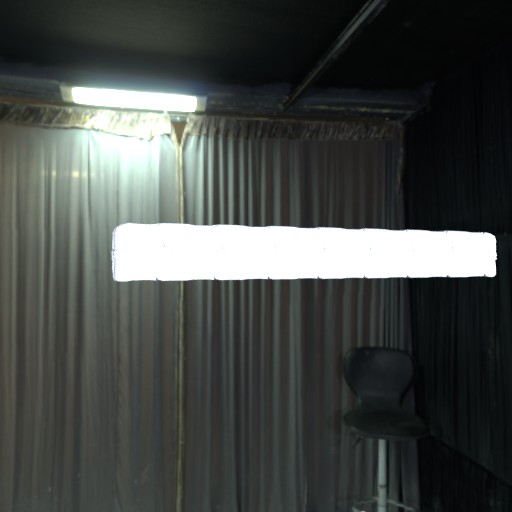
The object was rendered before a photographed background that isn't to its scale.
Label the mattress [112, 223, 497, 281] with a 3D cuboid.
[{"bbox_3d":[0.000,0.000,2.585,1.600,0.200,1.900,0,-1,-18],"label":"mattress"}]
